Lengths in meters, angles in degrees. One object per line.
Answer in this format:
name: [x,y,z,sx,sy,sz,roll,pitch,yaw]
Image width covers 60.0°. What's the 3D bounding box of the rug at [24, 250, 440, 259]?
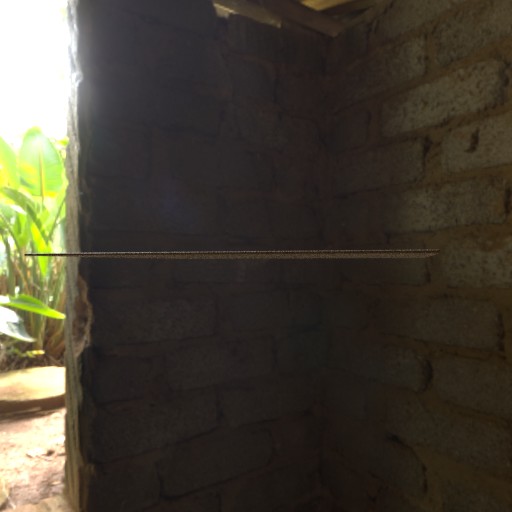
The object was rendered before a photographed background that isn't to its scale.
rug: [0.000,0.000,4.146,3.039,0.019,2.420,0,-1,19]
